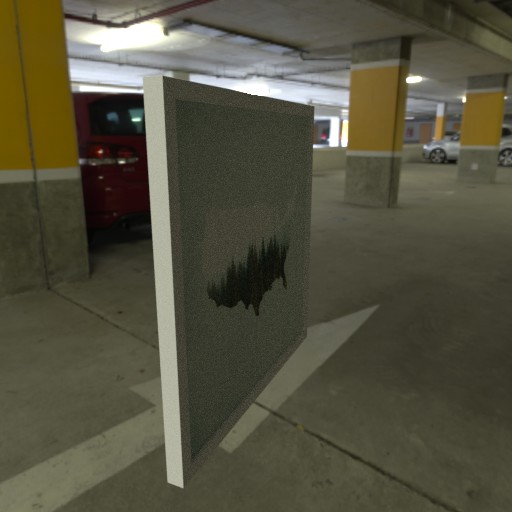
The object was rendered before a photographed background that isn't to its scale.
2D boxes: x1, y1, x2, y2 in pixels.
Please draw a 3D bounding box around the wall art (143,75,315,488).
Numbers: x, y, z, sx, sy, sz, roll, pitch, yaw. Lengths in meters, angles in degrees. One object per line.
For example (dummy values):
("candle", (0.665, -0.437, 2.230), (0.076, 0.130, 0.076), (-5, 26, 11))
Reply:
("wall art", (0.000, 0.000, 1.119), (0.038, 0.762, 0.762), (7, 16, 24))
